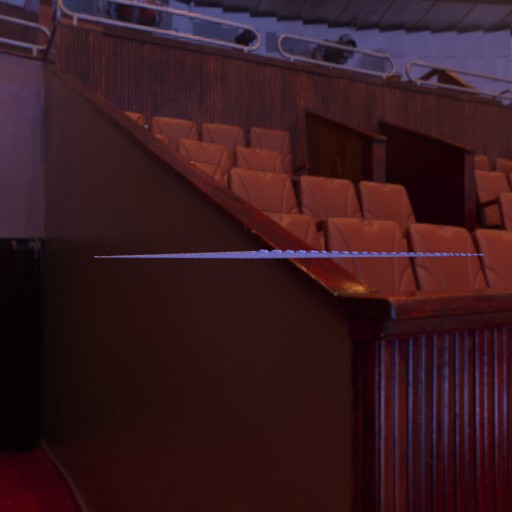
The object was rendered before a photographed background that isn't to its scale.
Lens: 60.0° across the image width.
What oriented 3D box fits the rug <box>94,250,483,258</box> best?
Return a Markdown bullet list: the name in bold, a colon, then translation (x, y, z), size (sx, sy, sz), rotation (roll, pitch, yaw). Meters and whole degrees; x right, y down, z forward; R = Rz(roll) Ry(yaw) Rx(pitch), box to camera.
- **rug**: translation (0.000, 0.000, 3.000), size (1.544, 0.010, 2.315), rotation (1, -1, -35)
